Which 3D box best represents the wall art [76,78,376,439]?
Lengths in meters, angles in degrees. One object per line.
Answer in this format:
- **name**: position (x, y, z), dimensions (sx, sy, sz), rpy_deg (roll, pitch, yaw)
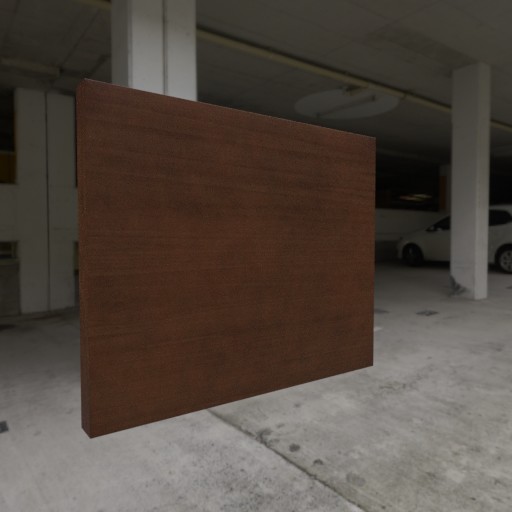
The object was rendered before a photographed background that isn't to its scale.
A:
- **wall art**: position (0.000, 0.000, 0.533), dimensions (0.401, 0.328, 0.030), rpy_deg (-2, 3, -36)
